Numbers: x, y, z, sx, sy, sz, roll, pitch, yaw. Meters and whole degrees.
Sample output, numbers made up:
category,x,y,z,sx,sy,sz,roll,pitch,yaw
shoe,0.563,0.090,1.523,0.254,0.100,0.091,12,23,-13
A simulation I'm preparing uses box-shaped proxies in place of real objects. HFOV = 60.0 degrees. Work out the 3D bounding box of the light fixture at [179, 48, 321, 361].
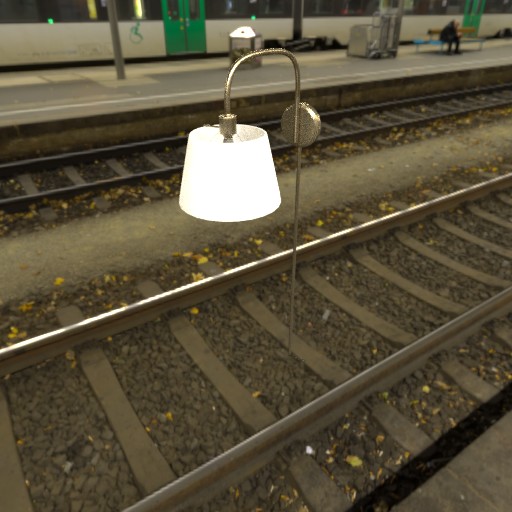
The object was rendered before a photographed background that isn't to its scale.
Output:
category,x,y,z,sx,sy,sz,roll,pitch,yaw
light fixture,0.000,0.000,0.473,0.092,0.399,0.176,19,34,29
